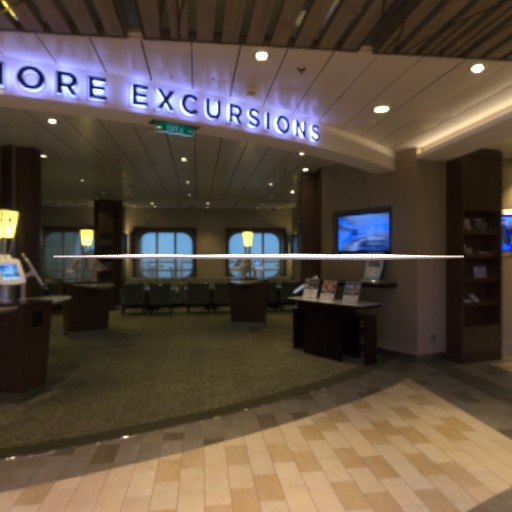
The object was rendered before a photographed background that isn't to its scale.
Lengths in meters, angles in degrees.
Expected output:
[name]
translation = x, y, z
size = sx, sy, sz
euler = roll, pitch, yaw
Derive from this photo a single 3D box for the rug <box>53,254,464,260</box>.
[rug]
translation = 0.000, 0.000, 3.194
size = 2.438, 0.026, 1.706
euler = 0, 0, 37
